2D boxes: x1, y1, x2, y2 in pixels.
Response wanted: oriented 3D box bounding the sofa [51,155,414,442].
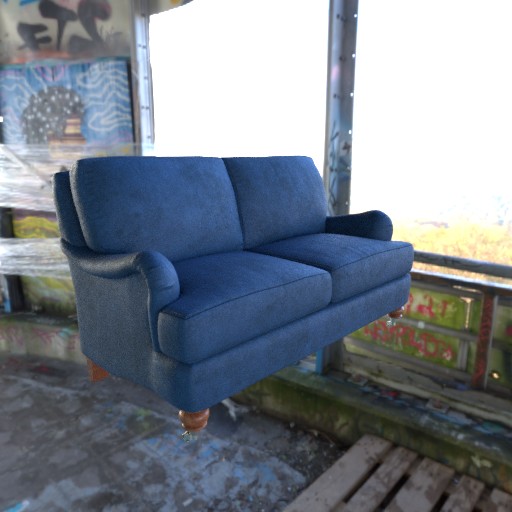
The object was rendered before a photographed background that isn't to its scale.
[{"bbox_3d":[0.000,0.000,2.492,1.084,1.101,1.853,12,18,43],"label":"sofa"}]
